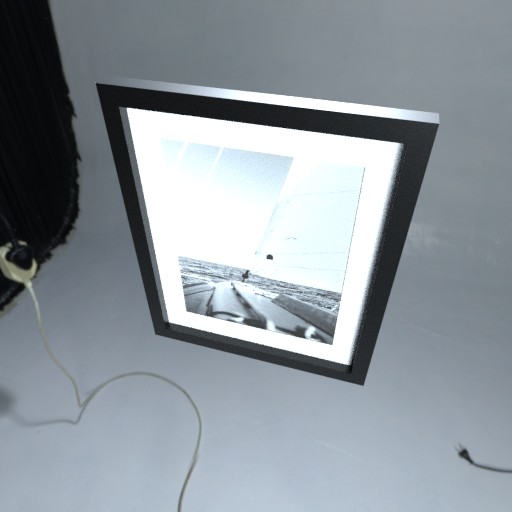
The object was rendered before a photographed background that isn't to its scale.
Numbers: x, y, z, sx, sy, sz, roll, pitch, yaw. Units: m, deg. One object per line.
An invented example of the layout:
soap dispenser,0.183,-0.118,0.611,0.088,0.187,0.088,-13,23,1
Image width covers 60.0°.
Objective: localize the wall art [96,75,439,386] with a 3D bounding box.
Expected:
wall art,0.000,0.000,0.769,0.461,0.558,0.031,11,43,12
